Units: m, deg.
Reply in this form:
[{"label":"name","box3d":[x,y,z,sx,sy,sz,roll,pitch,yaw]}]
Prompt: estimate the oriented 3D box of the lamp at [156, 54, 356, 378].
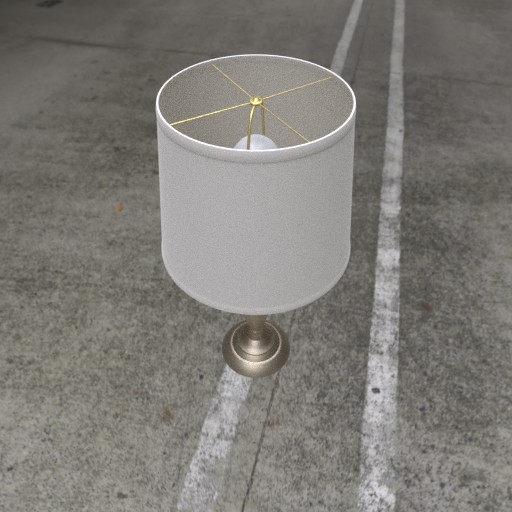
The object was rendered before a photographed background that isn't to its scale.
[{"label":"lamp","box3d":[0.000,0.000,0.811,0.328,0.619,0.328,0,47,0]}]
